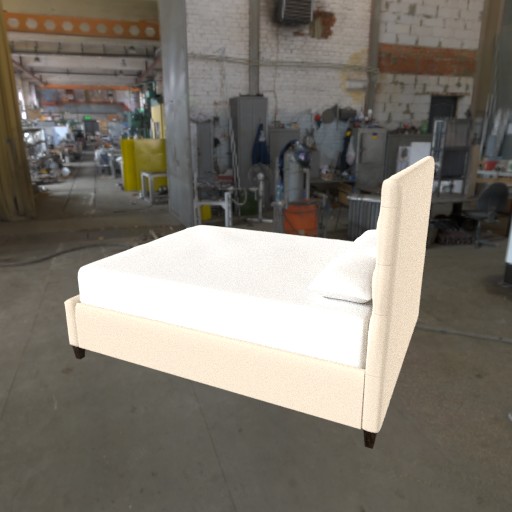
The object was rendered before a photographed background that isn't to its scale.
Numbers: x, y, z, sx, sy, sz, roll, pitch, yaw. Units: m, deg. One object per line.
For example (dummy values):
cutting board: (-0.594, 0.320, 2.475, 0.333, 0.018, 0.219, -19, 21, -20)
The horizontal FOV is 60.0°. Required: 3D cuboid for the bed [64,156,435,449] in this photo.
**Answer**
bed: (0.000, 0.000, 3.315, 2.233, 1.426, 1.696, 8, 18, 25)
